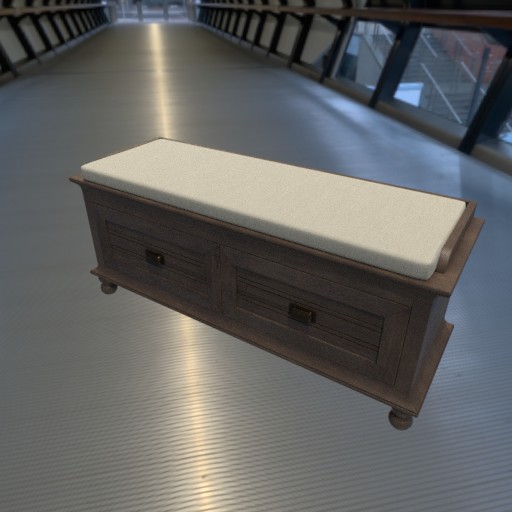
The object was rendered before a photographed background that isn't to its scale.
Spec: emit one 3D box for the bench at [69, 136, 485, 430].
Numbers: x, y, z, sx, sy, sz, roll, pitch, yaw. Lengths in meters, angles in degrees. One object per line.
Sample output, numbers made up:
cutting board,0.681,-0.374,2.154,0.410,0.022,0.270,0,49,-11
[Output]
bench,0.000,0.000,1.405,1.185,0.501,0.402,18,35,28
